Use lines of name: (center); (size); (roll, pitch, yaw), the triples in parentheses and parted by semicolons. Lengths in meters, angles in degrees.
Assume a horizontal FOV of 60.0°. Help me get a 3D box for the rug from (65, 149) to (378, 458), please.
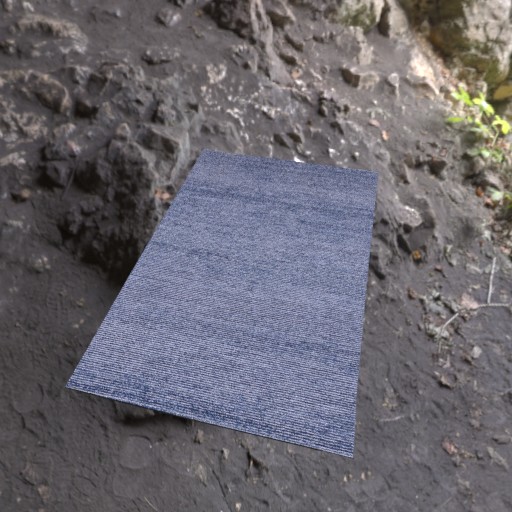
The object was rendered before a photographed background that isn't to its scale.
rug: (0.000, 0.000, 2.265); (1.145, 0.021, 1.777); (10, 47, 9)
